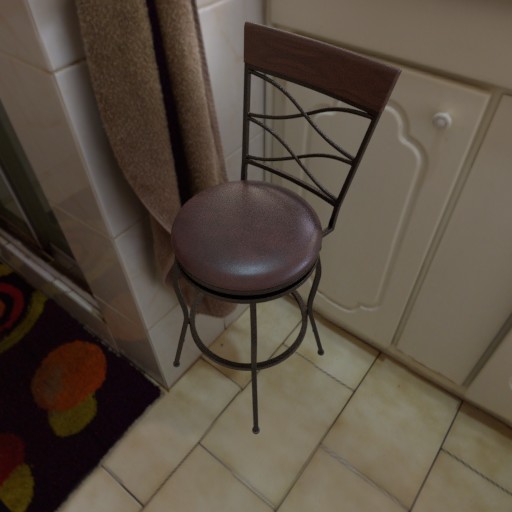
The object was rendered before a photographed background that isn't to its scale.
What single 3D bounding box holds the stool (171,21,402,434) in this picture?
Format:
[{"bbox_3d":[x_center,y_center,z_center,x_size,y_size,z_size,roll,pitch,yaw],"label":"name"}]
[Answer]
[{"bbox_3d":[0.000,0.000,1.363,0.448,1.130,0.513,31,55,26],"label":"stool"}]
